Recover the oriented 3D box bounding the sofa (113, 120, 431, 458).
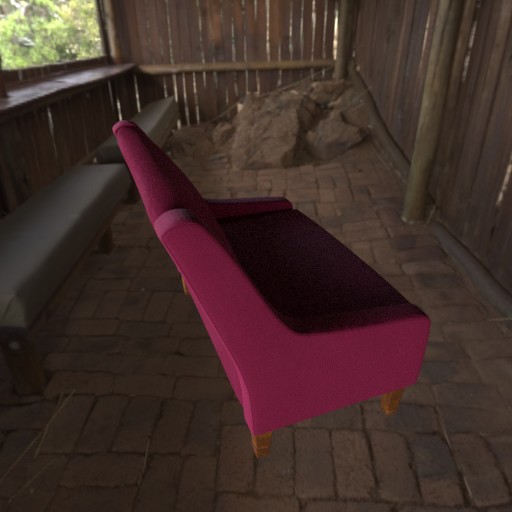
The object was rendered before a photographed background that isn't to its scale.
[{"bbox_3d":[0.000,0.000,1.892,0.946,0.976,1.242,-10,30,-18],"label":"sofa"}]
